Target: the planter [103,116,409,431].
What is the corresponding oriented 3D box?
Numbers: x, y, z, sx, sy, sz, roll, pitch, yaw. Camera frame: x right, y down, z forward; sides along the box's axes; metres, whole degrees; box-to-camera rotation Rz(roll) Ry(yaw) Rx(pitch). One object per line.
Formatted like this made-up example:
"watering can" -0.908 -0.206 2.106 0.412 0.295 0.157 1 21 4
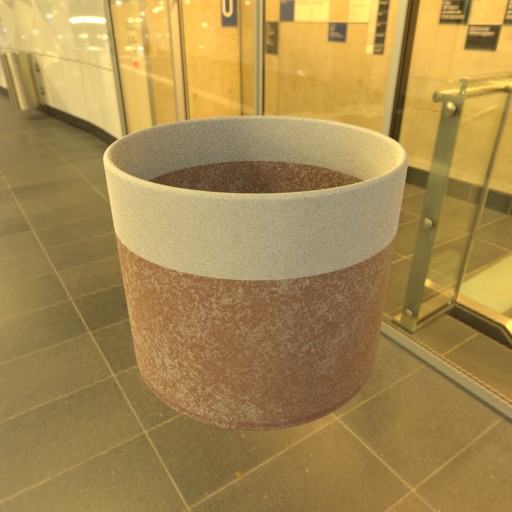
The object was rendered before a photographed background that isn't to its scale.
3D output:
"planter" 0.000 0.000 0.272 0.159 0.138 0.159 0 28 0
